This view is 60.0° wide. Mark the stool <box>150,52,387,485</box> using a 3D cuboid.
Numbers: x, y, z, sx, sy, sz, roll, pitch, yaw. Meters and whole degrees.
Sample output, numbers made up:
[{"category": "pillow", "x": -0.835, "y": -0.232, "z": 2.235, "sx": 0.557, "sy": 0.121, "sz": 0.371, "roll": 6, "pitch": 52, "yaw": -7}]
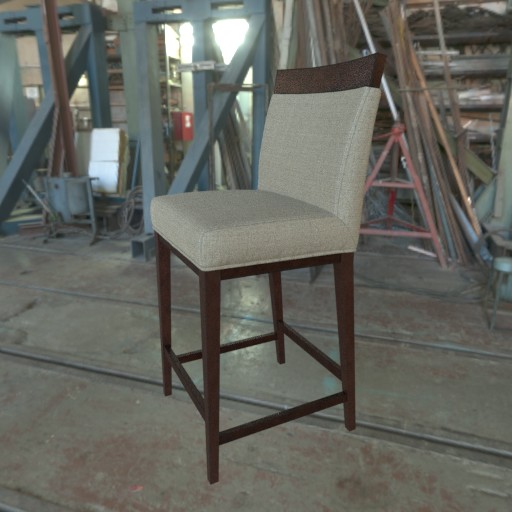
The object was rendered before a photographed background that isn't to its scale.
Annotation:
[{"category": "stool", "x": 0.000, "y": 0.000, "z": 1.235, "sx": 0.480, "sy": 1.011, "sz": 0.463, "roll": -9, "pitch": 20, "yaw": -25}]
